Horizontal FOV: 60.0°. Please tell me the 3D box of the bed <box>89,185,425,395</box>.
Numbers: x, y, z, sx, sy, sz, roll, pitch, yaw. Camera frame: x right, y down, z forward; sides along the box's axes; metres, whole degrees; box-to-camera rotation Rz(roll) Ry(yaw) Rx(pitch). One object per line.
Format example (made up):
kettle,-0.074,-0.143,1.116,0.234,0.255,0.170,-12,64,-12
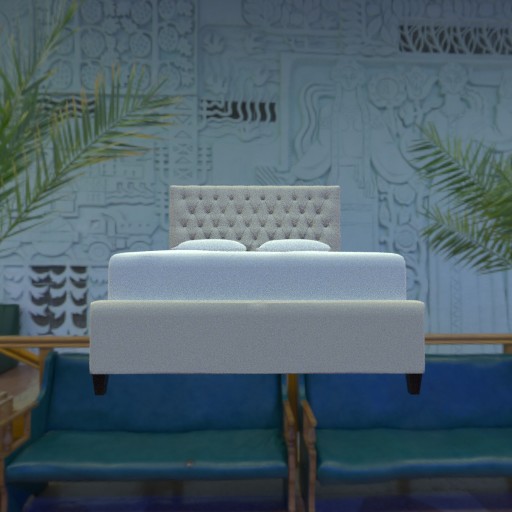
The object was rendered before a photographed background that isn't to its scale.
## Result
bed,0.000,0.000,3.309,1.696,1.426,2.233,0,-1,0
